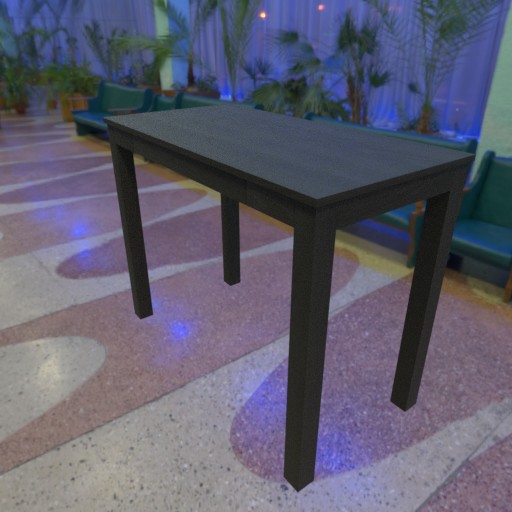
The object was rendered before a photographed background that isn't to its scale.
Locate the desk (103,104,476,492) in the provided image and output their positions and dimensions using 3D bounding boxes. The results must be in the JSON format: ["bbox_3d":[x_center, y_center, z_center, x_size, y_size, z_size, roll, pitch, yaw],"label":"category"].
[{"bbox_3d":[0.000,0.000,1.392,0.499,0.762,0.991,-19,32,-33],"label":"desk"}]
